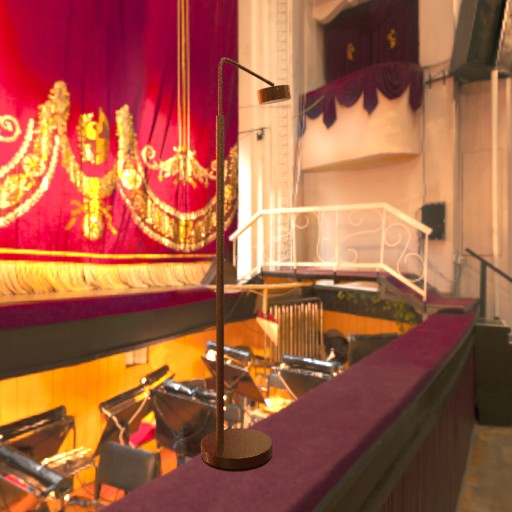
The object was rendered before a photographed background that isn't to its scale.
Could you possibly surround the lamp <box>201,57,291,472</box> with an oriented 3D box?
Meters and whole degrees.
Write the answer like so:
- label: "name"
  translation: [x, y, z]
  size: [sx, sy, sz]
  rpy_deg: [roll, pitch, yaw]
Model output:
- label: "lamp"
  translation: [0.000, 0.000, 1.450]
  size: [0.219, 1.230, 0.418]
  rpy_deg: [0, 0, 37]
